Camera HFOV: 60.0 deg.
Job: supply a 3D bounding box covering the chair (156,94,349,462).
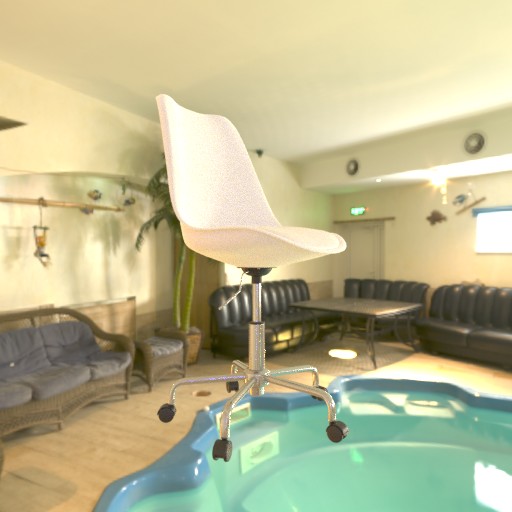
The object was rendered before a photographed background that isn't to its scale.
[{"bbox_3d":[0.000,0.000,1.257,0.550,0.930,0.550,1,1,35],"label":"chair"}]
